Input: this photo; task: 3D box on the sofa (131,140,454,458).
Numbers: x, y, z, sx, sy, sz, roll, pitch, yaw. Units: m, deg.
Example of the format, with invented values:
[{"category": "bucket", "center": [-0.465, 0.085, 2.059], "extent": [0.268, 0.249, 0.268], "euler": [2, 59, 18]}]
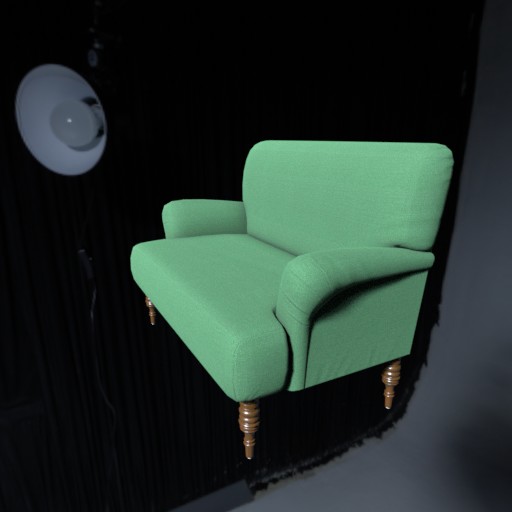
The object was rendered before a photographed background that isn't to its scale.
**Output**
[{"category": "sofa", "center": [0.000, 0.000, 1.783], "extent": [0.779, 0.889, 1.297], "euler": [-8, 17, -26]}]
